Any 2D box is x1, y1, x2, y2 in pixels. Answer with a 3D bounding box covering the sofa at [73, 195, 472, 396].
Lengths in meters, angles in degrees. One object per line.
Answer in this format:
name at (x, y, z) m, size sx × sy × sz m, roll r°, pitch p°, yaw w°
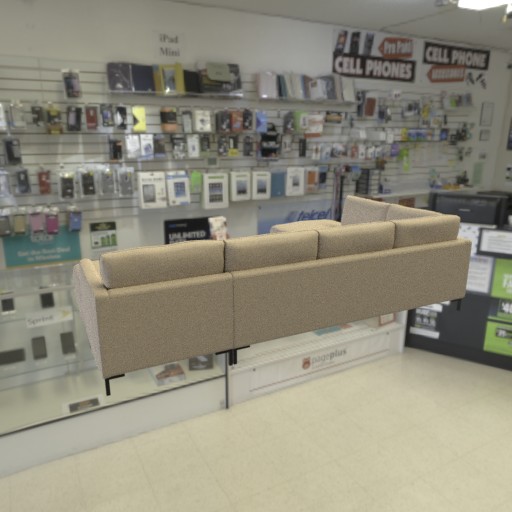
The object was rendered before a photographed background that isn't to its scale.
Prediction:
sofa at (0.000, 0.000, 3.580) m, size 2.737 × 0.756 × 1.879 m, roll -7°, pitch 17°, yaw -25°
